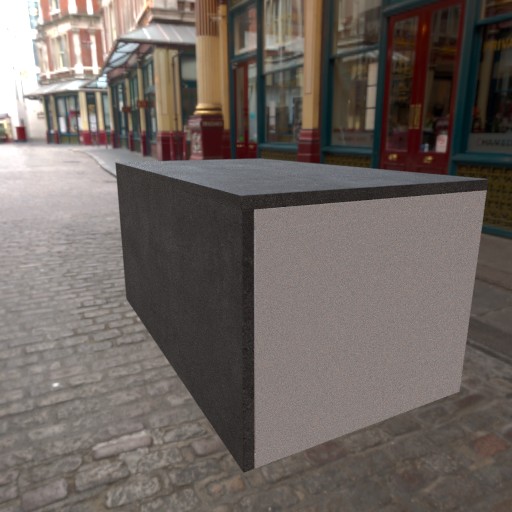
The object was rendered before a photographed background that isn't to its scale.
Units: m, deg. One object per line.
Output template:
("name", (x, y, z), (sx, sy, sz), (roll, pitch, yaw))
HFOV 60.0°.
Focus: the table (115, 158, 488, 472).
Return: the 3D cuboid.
("table", (0.000, 0.000, 0.902), (0.400, 0.350, 0.700), (-8, 17, -26))
